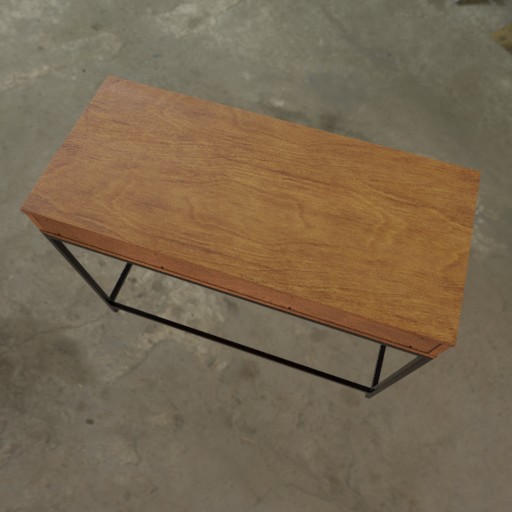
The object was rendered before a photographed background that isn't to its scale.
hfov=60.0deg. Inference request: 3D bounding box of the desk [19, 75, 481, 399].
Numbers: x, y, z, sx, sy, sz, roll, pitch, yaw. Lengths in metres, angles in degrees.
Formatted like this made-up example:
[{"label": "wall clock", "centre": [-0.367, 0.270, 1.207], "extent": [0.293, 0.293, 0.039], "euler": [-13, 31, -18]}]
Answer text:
[{"label": "desk", "centre": [0.000, 0.000, 1.410], "extent": [1.016, 0.762, 0.470], "euler": [17, 66, 8]}]
